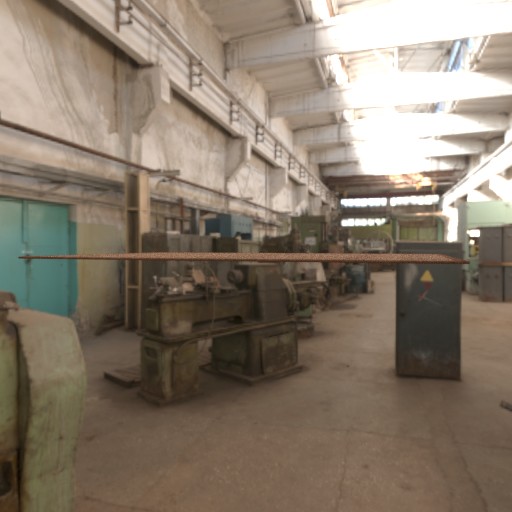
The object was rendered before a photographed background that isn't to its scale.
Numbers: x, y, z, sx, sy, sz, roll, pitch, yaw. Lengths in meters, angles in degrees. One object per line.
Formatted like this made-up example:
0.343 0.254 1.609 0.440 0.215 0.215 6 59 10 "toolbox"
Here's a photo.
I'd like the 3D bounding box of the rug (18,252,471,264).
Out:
0.000 0.000 2.254 1.829 0.010 1.219 0 1 19 "rug"
